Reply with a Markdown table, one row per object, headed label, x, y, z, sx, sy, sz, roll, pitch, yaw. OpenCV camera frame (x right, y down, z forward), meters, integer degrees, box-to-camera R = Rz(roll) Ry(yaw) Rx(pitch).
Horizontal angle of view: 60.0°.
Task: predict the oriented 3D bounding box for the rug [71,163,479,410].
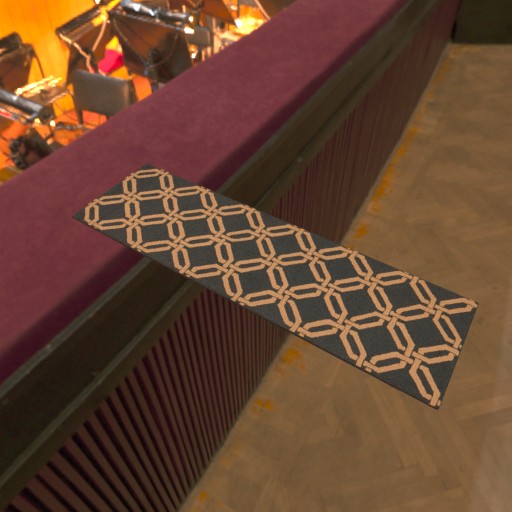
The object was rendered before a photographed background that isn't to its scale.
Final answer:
| label | x | y | z | sx | sy | sz | roll | pitch | yaw |
| --- | --- | --- | --- | --- | --- | --- | --- | --- | --- |
| rug | 0.000 | 0.000 | 2.496 | 2.276 | 0.014 | 0.678 | 25 | 51 | 22 |
